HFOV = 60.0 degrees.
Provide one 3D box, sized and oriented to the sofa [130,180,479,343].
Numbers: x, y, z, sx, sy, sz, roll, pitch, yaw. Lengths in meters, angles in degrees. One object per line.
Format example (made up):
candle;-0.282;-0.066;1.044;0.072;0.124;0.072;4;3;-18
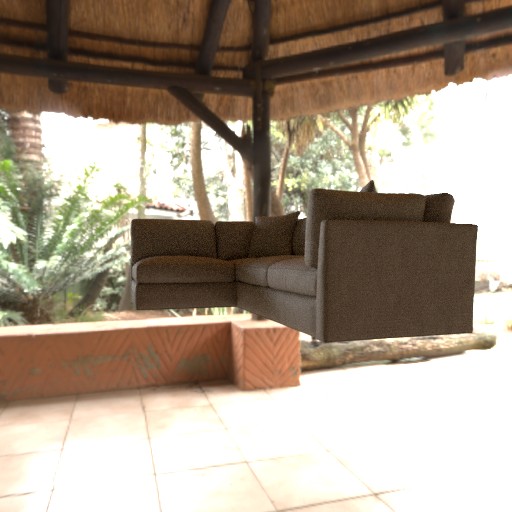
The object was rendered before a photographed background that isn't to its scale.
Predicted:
sofa;0.000;0.000;3.834;1.994;0.978;2.896;0;0;-18
